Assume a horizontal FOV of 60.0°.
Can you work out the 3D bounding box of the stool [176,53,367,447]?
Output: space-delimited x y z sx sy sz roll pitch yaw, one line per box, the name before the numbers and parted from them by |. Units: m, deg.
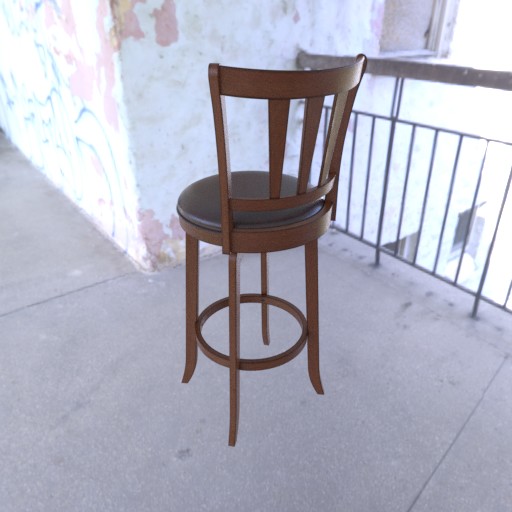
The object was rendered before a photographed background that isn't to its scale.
stool | 0.000 0.000 1.412 0.464 1.177 0.503 -18 34 -30
